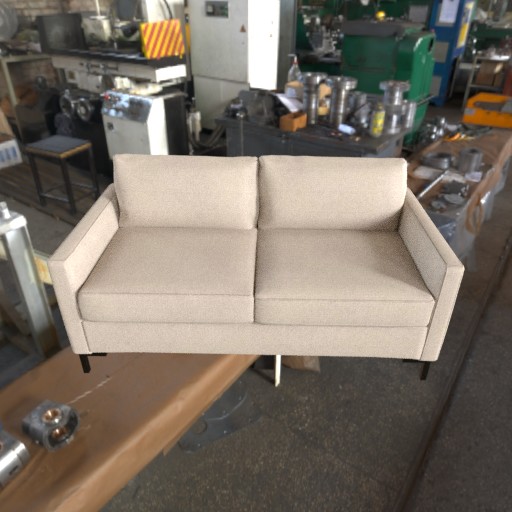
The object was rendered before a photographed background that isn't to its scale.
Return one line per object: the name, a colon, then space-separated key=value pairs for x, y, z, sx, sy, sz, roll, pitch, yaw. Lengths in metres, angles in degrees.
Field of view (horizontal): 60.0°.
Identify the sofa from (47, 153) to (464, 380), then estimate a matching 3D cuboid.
sofa: x=0.000 y=0.000 z=2.192 sx=1.682 sy=0.840 sz=0.875 roll=1 pitch=31 yaw=1
